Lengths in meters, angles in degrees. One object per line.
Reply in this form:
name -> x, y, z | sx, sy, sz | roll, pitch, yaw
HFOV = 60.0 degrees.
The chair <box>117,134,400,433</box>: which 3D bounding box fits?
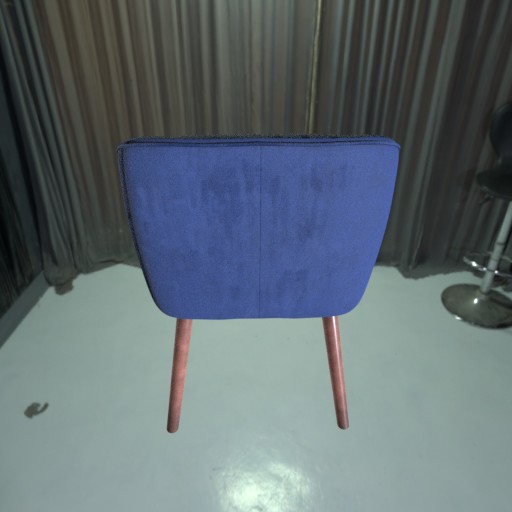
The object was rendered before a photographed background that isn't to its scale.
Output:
chair -> 0.000, 0.000, 1.220 | 0.600, 0.820, 0.600 | -1, 31, -1
